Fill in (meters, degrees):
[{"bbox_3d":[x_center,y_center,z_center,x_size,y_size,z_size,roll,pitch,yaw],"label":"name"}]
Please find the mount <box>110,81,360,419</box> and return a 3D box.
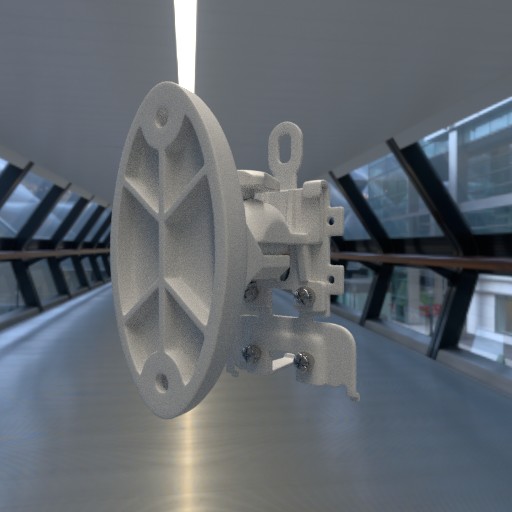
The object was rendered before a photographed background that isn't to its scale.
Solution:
[{"bbox_3d":[0.000,0.000,0.178,0.066,0.118,0.100,0,0,36],"label":"mount"}]
